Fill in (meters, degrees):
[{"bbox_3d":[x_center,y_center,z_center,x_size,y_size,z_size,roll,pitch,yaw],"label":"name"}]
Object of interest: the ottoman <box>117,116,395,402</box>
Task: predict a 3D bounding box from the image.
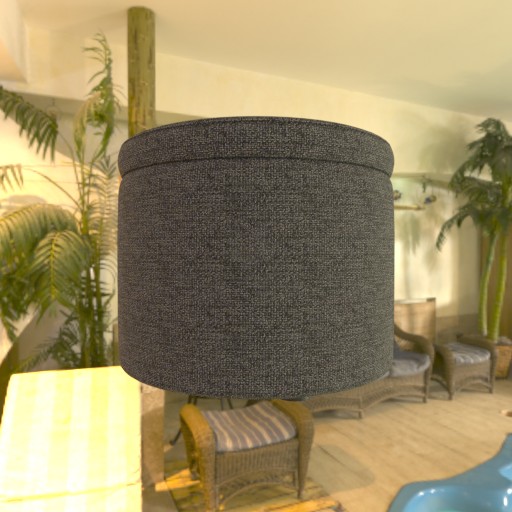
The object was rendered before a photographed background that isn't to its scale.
[{"bbox_3d":[0.000,0.000,0.871,0.520,0.430,0.520,0,1,0],"label":"ottoman"}]
